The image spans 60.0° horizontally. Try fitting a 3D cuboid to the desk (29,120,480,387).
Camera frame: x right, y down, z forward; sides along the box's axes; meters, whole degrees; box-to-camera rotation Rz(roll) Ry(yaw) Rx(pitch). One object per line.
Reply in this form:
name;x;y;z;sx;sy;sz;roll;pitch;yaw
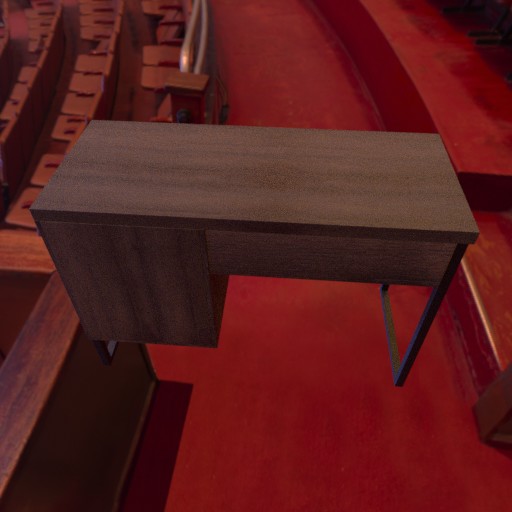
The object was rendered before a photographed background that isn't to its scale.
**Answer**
desk;0.000;0.000;1.553;1.134;0.752;0.511;3;45;3
